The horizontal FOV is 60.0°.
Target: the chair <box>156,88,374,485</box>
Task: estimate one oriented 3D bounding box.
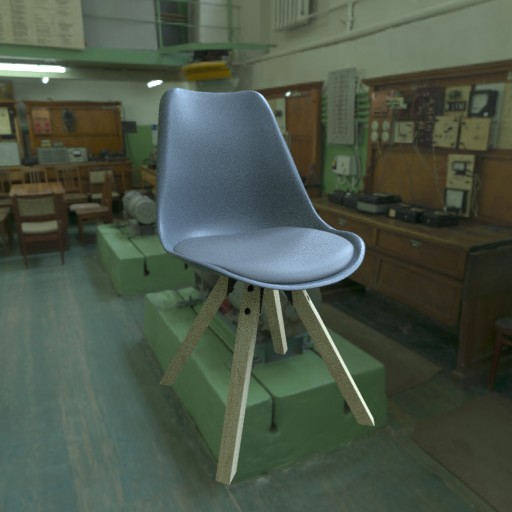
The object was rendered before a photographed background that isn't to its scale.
[{"bbox_3d":[0.000,0.000,1.159,0.485,0.850,0.550,-9,19,-27],"label":"chair"}]
